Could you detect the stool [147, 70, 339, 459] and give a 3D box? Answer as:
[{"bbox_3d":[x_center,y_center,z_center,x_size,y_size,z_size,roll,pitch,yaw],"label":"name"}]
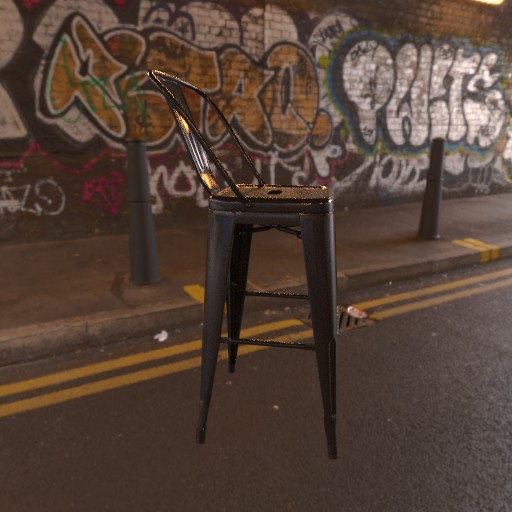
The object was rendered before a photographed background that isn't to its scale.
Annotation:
[{"bbox_3d":[0.000,0.000,1.317,0.528,1.022,0.432,3,16,10],"label":"stool"}]
